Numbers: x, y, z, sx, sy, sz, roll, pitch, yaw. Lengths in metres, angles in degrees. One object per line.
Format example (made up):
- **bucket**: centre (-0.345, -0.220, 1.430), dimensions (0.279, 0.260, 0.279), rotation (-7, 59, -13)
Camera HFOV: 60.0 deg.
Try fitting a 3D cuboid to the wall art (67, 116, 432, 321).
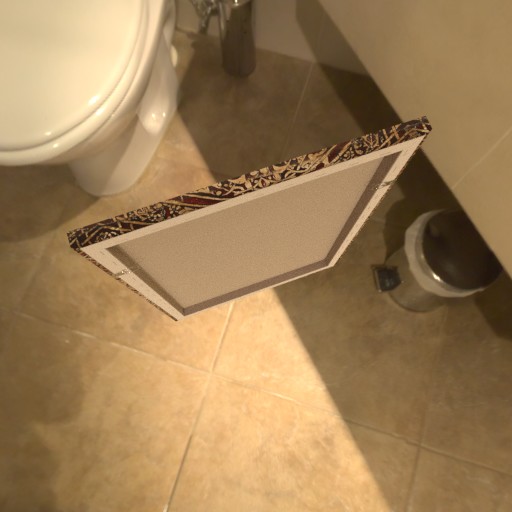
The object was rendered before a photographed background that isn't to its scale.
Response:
- **wall art**: centre (0.000, 0.000, 0.749), dimensions (0.397, 0.599, 0.020), rotation (-19, 76, -5)
